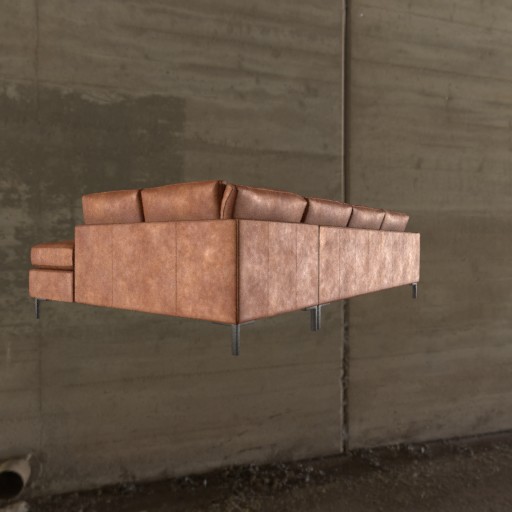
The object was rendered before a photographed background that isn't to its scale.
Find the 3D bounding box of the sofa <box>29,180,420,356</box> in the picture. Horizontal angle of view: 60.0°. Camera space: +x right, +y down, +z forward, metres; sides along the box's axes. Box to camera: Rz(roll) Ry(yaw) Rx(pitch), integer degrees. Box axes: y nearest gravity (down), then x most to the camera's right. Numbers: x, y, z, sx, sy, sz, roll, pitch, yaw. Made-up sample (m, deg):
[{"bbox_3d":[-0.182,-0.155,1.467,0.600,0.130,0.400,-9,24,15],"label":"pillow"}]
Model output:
[{"bbox_3d":[0.000,0.000,3.849,1.938,0.877,2.984,1,2,36],"label":"sofa"}]
